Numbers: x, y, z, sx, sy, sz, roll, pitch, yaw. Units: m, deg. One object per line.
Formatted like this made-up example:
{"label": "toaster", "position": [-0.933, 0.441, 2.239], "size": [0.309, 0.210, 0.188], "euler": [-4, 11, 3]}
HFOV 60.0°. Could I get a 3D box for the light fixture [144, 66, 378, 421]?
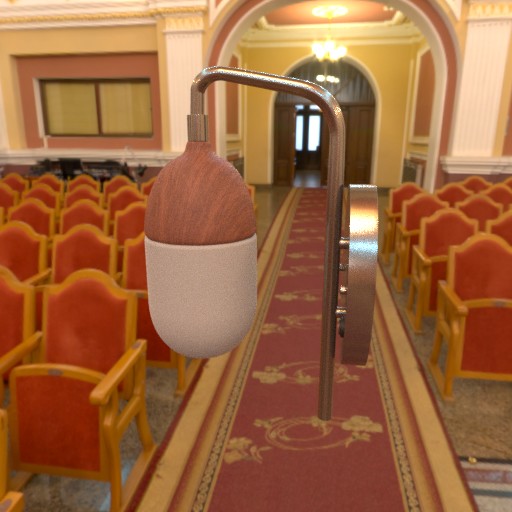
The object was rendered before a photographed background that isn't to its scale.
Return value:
{"label": "light fixture", "position": [0.000, 0.000, 0.430], "size": [0.216, 0.343, 0.108], "euler": [2, 15, 8]}
